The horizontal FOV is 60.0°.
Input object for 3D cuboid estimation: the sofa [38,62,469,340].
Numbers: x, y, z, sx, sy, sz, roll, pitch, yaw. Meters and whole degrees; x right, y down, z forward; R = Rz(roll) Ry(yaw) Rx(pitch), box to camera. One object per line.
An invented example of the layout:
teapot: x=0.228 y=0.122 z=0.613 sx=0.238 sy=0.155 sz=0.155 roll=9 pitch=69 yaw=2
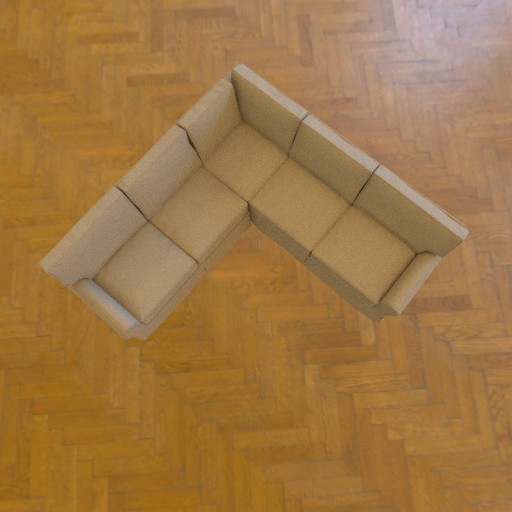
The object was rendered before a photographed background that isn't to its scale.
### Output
sofa: x=0.000 y=0.000 z=4.226 sx=2.733 sy=1.124 sz=2.730 roll=39 pitch=79 yaw=9
